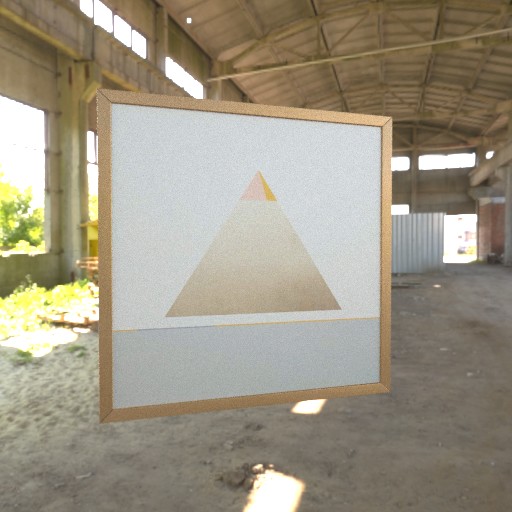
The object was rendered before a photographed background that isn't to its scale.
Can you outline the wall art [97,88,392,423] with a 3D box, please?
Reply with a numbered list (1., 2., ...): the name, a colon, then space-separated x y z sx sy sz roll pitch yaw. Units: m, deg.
1. wall art: 0.000 0.000 0.766 0.513 0.511 0.038 0 1 -17
